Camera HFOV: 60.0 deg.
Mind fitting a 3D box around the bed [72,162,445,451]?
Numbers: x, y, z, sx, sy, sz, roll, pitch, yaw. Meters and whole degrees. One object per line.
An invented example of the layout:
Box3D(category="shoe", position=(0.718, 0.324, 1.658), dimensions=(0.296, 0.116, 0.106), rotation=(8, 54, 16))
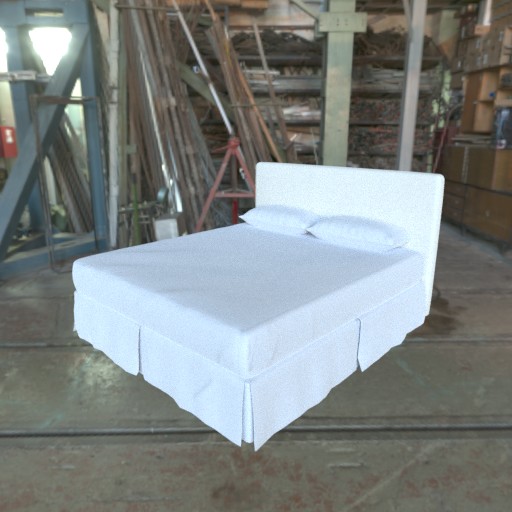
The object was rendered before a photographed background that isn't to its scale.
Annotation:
Box3D(category="bed", position=(0.000, 0.000, 3.641), dimensions=(2.119, 1.317, 2.341), rotation=(15, 22, 41))
